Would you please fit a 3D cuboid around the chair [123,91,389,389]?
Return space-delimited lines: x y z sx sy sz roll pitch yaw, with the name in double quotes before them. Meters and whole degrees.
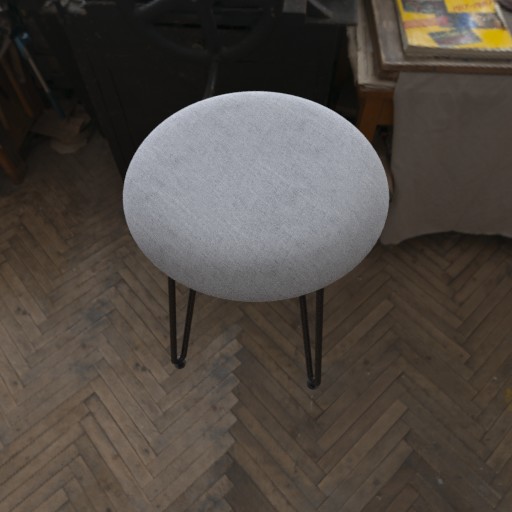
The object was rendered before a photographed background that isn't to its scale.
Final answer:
"chair" 0.000 0.000 0.656 0.350 0.386 0.350 -32 63 -19
